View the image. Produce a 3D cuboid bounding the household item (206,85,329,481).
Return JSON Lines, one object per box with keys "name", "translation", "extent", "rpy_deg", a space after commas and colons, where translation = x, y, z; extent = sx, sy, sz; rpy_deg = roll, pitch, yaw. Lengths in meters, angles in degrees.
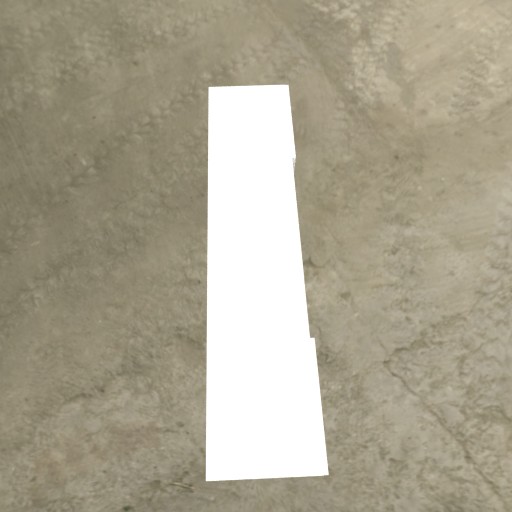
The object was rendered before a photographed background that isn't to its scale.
{"name": "household item", "translation": [0.000, 0.000, 2.063], "extent": [0.420, 0.310, 1.850], "rpy_deg": [-2, 64, -1]}
